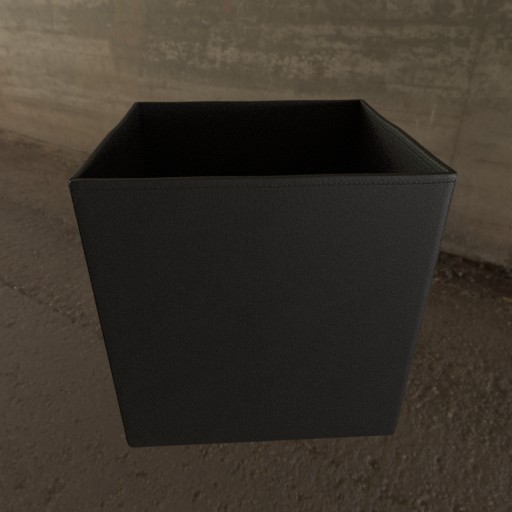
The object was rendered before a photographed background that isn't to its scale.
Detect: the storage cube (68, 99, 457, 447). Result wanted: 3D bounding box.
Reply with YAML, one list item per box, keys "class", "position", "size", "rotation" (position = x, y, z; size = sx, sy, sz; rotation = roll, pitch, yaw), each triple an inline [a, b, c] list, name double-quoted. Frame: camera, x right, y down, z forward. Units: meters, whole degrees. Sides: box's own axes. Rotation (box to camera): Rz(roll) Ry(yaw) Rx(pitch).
- class: "storage cube"
  position: [0.000, 0.000, 0.483]
  size: [0.270, 0.280, 0.270]
  rotation: [-2, 31, -3]
